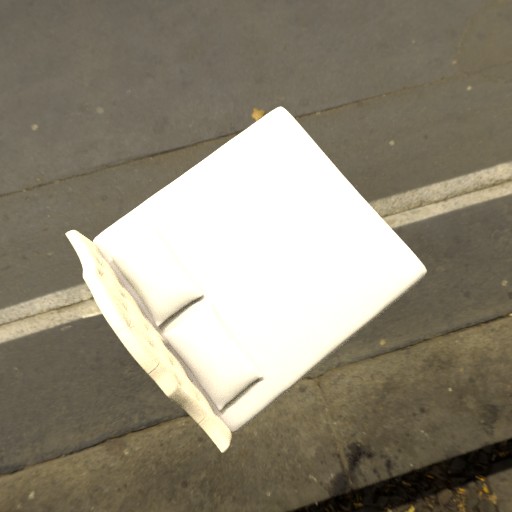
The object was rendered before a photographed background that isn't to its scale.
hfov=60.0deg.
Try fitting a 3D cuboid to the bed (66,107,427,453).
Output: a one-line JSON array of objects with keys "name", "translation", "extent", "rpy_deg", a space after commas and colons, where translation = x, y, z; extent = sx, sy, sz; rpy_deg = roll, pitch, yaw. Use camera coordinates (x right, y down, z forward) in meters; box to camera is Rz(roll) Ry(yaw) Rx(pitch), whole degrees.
[{"name": "bed", "translation": [0.000, 0.000, 3.487], "extent": [2.086, 1.555, 2.012], "rpy_deg": [-37, 80, -8]}]
